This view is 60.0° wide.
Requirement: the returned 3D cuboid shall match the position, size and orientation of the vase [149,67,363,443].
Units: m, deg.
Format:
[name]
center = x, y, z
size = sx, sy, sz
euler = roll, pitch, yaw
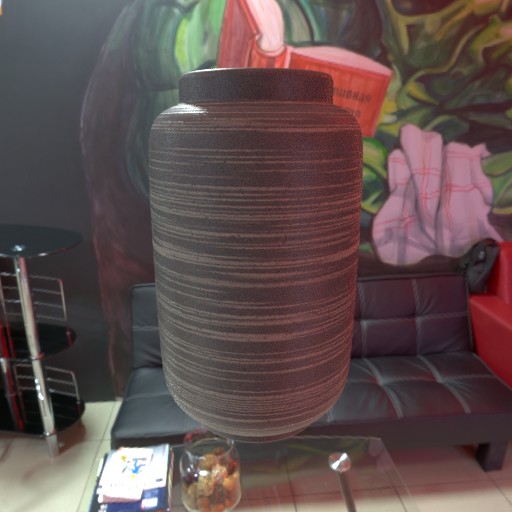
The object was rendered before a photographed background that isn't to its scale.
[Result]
[vase]
center = 0.000, 0.000, 0.661
size = 0.297, 0.499, 0.297
euler = 0, 17, 0
